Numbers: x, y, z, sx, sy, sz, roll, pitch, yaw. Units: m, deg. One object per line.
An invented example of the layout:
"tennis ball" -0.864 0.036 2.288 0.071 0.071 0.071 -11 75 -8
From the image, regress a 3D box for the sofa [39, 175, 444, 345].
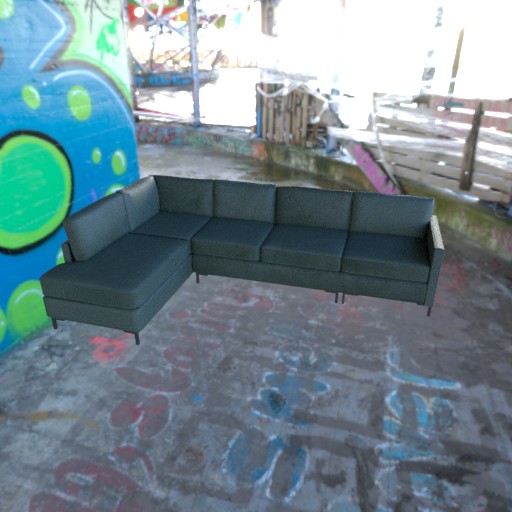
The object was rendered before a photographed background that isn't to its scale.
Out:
"sofa" 0.000 0.000 4.313 3.384 0.996 2.048 7 27 14
